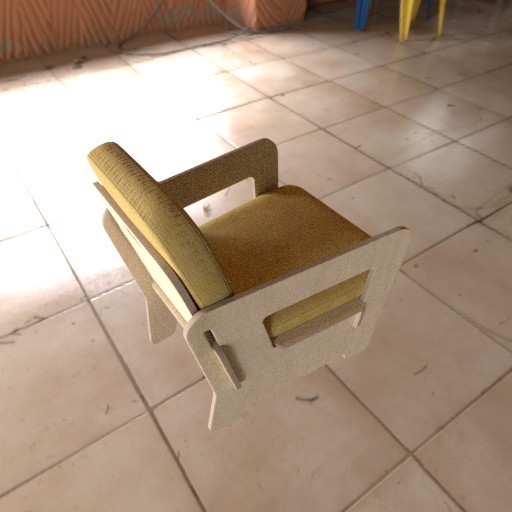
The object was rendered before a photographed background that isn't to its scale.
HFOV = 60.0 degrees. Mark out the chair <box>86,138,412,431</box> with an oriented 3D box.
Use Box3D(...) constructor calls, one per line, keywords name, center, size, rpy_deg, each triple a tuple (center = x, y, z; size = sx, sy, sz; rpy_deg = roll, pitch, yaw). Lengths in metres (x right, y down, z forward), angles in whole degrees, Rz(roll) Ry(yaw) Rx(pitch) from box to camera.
Box3D(name="chair", center=(0.000, 0.000, 1.296), size=(0.710, 0.800, 0.590), rpy_deg=(-26, 48, -26))
